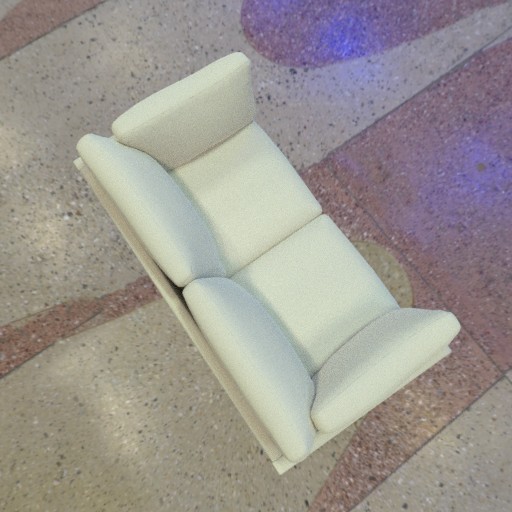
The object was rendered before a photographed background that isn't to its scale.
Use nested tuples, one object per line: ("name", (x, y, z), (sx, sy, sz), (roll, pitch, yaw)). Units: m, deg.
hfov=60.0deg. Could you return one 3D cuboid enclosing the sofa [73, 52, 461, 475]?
("sofa", (0.000, 0.000, 2.253), (0.970, 0.836, 1.776), (-34, 79, -7))
